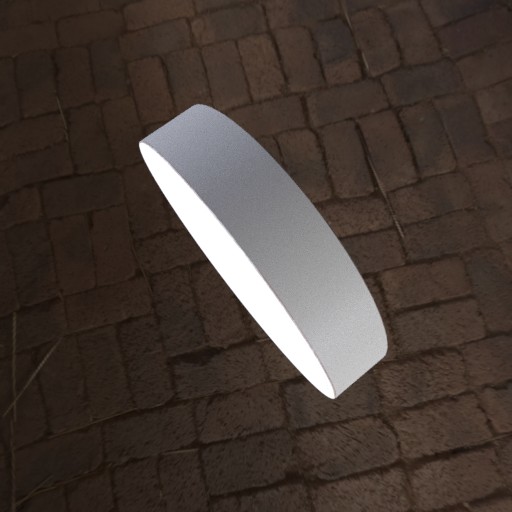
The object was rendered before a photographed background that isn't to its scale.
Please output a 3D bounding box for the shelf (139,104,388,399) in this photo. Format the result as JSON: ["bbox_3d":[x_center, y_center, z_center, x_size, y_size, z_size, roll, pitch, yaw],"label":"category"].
[{"bbox_3d":[0.000,0.000,1.189,0.158,0.807,0.806,-37,78,-9],"label":"shelf"}]
